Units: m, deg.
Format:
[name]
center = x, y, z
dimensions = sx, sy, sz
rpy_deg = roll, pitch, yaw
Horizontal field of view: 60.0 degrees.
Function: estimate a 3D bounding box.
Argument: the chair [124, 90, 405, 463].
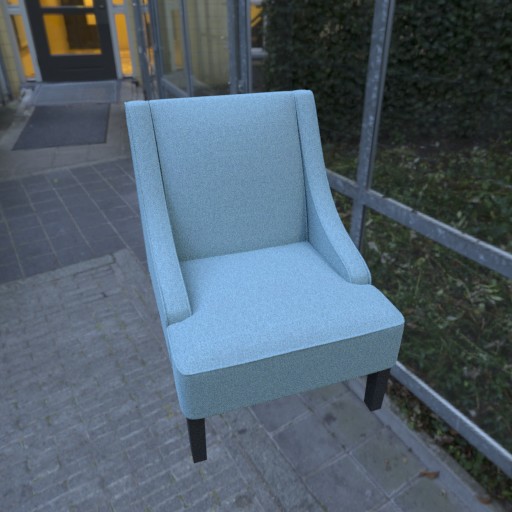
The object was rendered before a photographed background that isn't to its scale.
[chair]
center = 0.000, 0.000, 1.876
dimensions = 0.857, 1.133, 1.025
rpy_deg = -10, 32, -16
